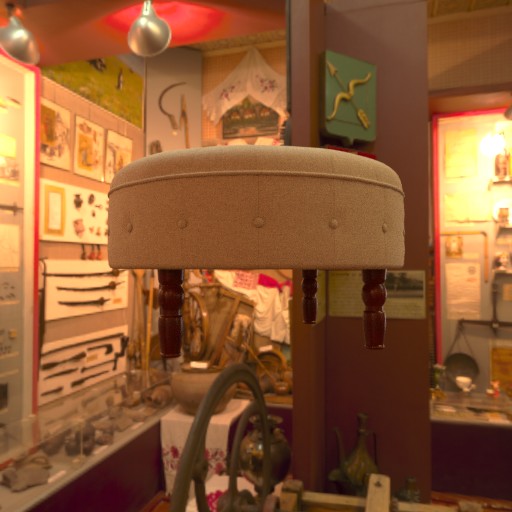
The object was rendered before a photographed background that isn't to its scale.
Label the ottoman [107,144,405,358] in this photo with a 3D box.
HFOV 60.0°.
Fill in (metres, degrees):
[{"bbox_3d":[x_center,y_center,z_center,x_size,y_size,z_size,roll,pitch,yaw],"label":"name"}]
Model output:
[{"bbox_3d":[0.000,0.000,1.331,0.849,0.478,0.849,0,-1,0],"label":"ottoman"}]
